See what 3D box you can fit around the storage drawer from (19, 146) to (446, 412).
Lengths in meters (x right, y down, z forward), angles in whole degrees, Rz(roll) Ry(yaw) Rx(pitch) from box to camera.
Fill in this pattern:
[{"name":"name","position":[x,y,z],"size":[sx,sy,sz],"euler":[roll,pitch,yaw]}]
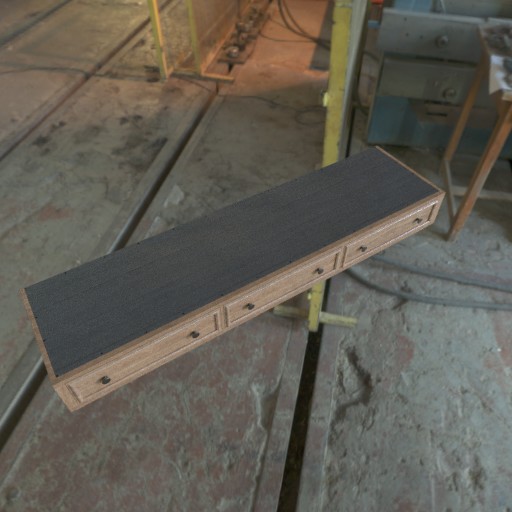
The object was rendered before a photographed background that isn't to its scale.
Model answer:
[{"name":"storage drawer","position":[0.000,0.000,2.187],"size":[2.032,0.264,0.538],"euler":[-25,52,-21]}]
